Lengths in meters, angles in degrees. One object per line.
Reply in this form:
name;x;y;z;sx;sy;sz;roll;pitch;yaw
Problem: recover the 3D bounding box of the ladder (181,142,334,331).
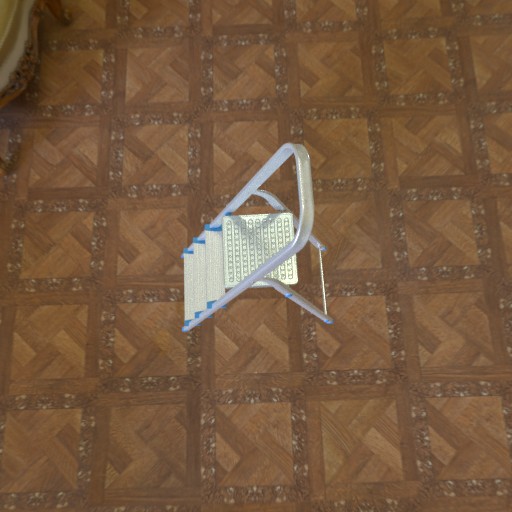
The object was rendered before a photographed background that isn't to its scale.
ladder;0.000;0.000;1.825;0.842;1.434;0.445;-3;75;-1
